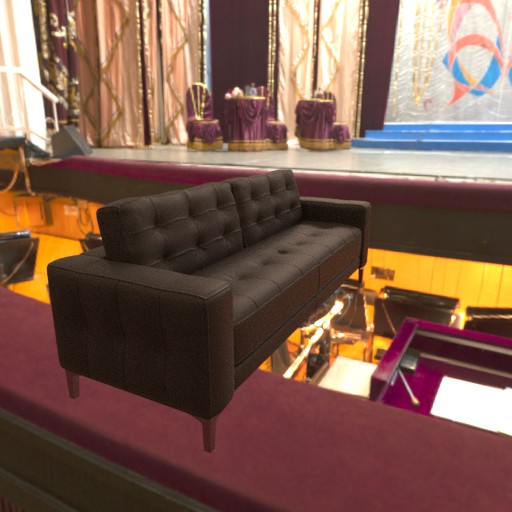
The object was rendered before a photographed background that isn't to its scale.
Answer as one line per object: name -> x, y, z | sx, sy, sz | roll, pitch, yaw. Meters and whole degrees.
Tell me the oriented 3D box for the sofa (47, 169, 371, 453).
sofa -> 0.000, 0.000, 2.662 | 0.833, 0.893, 2.275 | 8, 18, 27
